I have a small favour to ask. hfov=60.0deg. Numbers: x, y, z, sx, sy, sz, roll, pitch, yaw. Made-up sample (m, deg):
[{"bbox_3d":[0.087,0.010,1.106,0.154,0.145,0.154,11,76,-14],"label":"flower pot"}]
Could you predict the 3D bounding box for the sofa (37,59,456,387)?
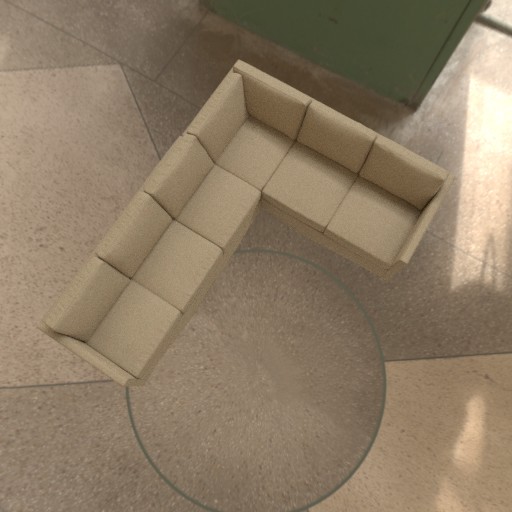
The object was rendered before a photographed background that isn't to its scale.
[{"bbox_3d":[0.000,0.000,4.170,2.432,0.871,3.182,31,77,8],"label":"sofa"}]
